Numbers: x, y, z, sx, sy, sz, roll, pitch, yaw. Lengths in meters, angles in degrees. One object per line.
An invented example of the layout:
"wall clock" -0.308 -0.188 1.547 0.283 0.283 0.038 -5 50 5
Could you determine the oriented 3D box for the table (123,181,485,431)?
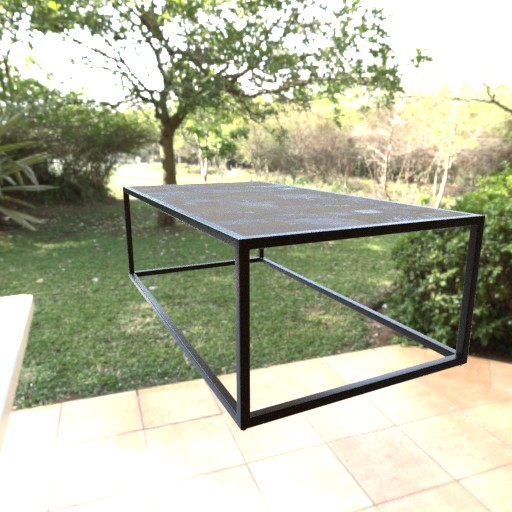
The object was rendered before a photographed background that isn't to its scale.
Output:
"table" 0.000 0.000 1.501 0.649 0.398 1.199 -7 15 -25
